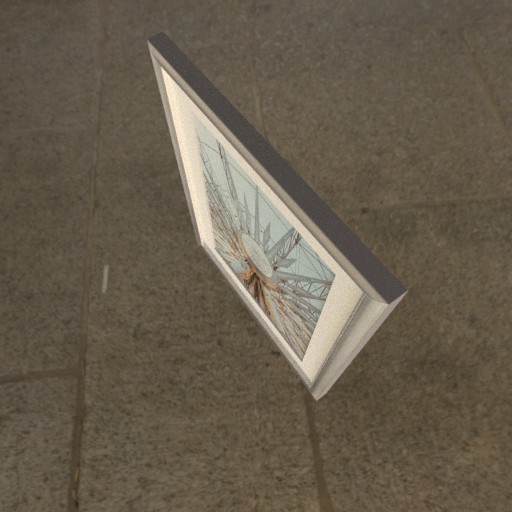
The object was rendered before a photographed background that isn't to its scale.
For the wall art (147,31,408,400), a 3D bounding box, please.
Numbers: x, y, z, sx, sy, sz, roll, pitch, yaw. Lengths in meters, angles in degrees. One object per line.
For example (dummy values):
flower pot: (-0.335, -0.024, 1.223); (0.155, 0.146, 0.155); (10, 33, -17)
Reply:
wall art: (0.000, 0.000, 0.750); (0.029, 0.558, 0.458); (-33, 68, -15)
